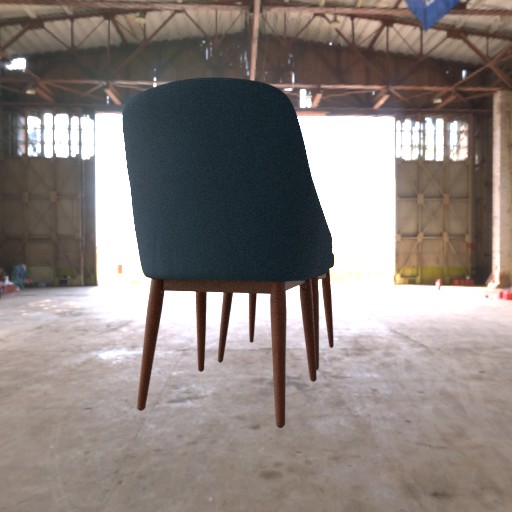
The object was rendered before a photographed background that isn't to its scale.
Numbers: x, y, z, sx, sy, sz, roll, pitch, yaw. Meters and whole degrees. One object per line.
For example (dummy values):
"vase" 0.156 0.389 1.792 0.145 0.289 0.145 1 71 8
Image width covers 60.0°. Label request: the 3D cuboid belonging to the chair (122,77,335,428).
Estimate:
"chair" 0.000 0.000 1.600 0.584 0.866 1.114 0 1 18
